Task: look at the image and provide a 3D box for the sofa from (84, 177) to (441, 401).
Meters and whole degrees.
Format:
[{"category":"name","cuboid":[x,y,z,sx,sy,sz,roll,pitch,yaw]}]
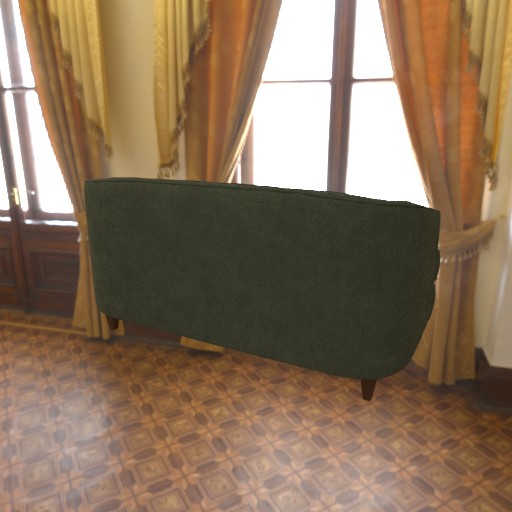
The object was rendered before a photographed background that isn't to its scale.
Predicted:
[{"category":"sofa","cuboid":[0.000,0.000,2.331,1.733,0.855,0.941,8,18,27]}]
